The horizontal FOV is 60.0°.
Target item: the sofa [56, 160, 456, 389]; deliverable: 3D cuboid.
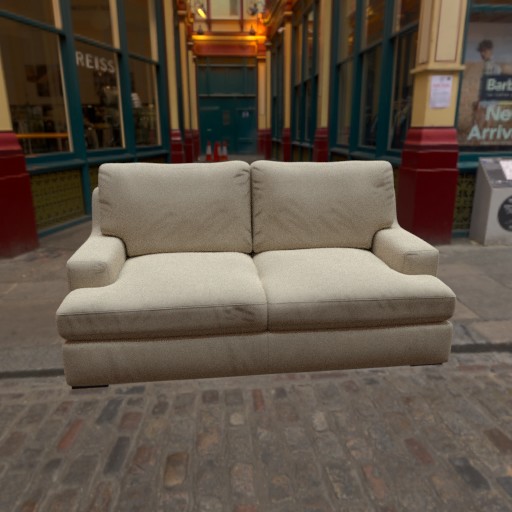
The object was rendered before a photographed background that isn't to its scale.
[{"bbox_3d":[0.000,0.000,2.411,1.885,0.967,0.962,-2,17,-6],"label":"sofa"}]
